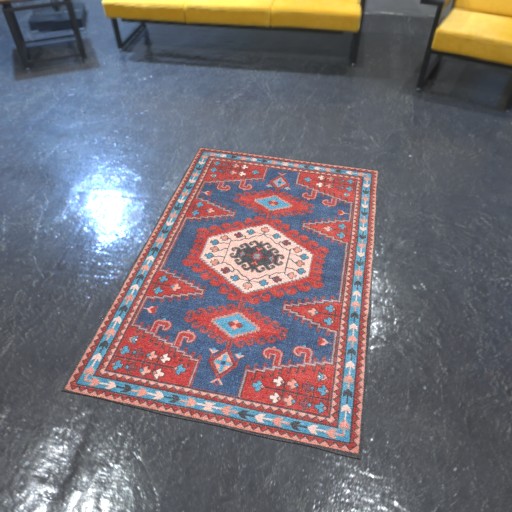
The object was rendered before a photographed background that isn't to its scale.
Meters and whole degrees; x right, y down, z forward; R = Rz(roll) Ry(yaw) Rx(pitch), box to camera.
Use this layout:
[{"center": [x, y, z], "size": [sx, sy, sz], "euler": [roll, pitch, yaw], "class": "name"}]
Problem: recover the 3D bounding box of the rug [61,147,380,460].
[{"center": [0.000, 0.000, 2.305], "size": [1.207, 0.012, 1.820], "euler": [9, 47, 9], "class": "rug"}]
